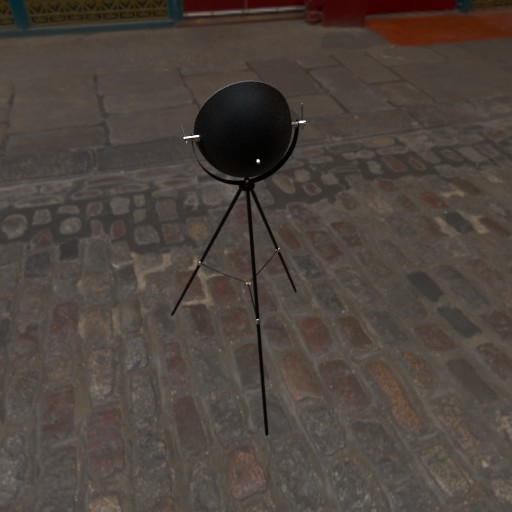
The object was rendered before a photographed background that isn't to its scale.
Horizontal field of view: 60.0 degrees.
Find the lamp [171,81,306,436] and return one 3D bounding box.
[{"bbox_3d":[0.000,0.000,2.008,0.817,1.512,0.920,-12,42,-13],"label":"lamp"}]
